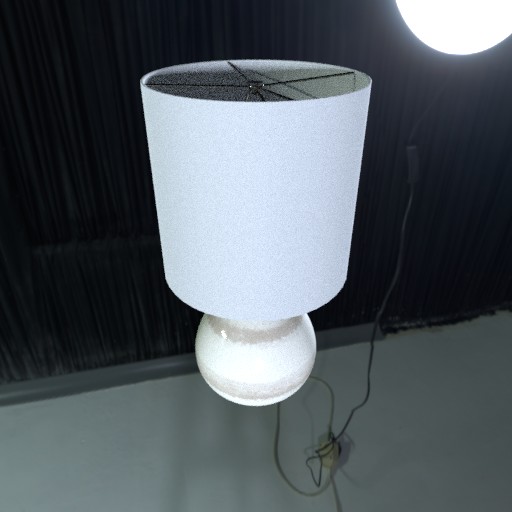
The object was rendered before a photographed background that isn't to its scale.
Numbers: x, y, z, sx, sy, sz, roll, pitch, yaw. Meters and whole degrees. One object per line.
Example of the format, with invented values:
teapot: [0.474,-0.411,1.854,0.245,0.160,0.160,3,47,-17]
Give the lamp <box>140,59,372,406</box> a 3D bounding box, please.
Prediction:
lamp: [0.000,0.000,0.530,0.217,0.404,0.217,-10,33,-15]
